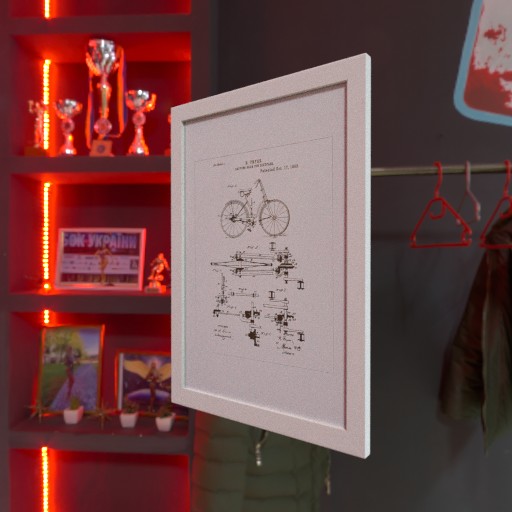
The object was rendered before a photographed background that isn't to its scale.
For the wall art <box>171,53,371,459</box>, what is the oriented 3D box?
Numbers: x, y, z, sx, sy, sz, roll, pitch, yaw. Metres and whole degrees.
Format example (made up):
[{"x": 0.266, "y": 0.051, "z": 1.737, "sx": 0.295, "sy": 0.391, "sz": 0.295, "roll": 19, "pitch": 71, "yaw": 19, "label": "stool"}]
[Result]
[{"x": 0.000, "y": 0.000, "z": 0.625, "sx": 0.332, "sy": 0.477, "sz": 0.015, "roll": 0, "pitch": 1, "yaw": 37, "label": "wall art"}]
